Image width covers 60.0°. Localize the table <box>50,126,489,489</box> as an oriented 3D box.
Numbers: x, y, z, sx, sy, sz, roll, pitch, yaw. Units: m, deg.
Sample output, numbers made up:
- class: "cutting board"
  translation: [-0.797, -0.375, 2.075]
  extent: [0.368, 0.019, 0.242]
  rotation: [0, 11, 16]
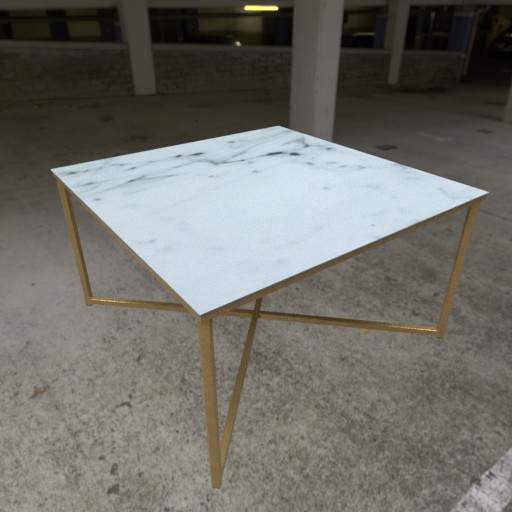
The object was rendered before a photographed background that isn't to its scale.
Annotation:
- class: "table"
  translation: [0.000, 0.000, 1.247]
  extent: [0.800, 0.450, 0.800]
  rotation: [-20, 36, -31]
